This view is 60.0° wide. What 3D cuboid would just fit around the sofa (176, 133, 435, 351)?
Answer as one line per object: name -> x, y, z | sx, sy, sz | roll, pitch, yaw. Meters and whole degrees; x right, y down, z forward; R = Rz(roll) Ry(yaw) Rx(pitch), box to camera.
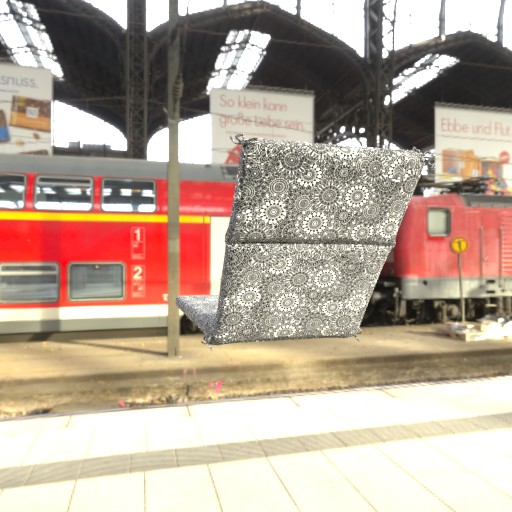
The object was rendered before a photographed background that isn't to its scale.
sofa -> 0.000, 0.000, 1.919 | 0.582, 0.622, 1.663 | 0, 0, -16
